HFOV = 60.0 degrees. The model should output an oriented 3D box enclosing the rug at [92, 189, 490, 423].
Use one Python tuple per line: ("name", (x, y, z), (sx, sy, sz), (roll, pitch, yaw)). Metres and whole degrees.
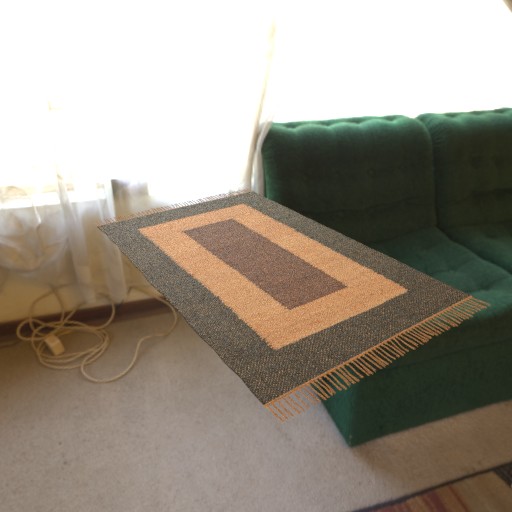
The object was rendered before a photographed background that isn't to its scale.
("rug", (0.000, 0.000, 1.858), (0.920, 0.013, 1.541), (-17, 32, -30))
